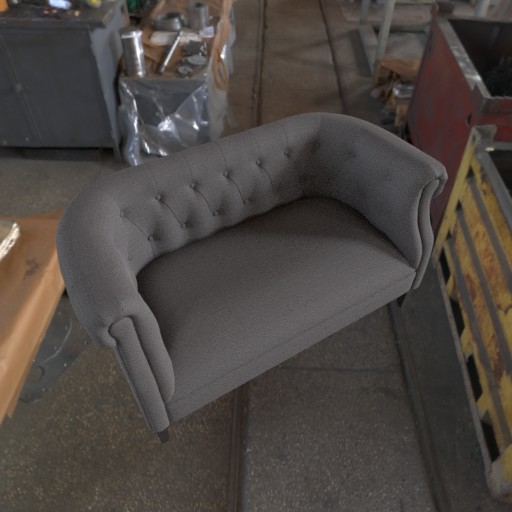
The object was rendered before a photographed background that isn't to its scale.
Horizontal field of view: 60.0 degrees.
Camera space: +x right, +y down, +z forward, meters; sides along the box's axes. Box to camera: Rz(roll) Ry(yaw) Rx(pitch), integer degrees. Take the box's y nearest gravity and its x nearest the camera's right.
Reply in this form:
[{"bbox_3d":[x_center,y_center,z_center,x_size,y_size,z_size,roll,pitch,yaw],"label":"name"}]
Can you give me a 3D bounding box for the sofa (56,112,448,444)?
[{"bbox_3d":[0.000,0.000,2.012,1.558,0.827,0.835,-24,50,-22],"label":"sofa"}]
